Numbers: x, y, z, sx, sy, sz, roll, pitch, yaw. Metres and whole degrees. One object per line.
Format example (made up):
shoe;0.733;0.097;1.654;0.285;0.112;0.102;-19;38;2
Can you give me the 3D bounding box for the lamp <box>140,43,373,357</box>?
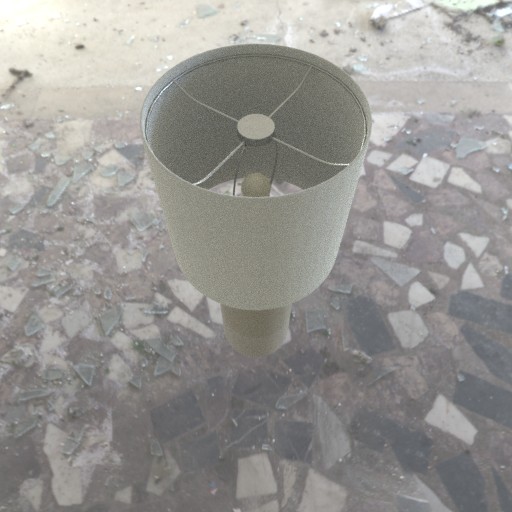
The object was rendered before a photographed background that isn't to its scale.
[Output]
lamp;0.000;0.000;0.613;0.212;0.493;0.212;30;62;18
